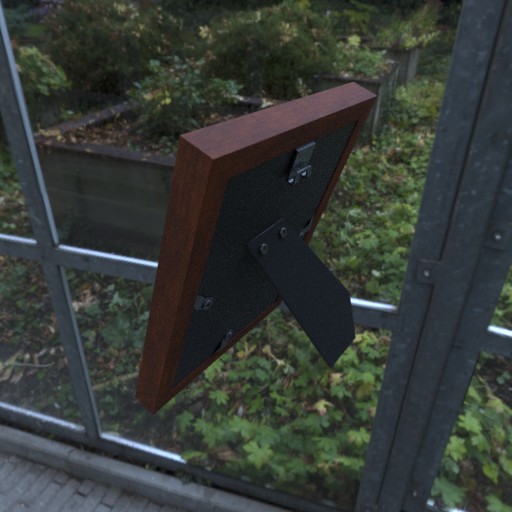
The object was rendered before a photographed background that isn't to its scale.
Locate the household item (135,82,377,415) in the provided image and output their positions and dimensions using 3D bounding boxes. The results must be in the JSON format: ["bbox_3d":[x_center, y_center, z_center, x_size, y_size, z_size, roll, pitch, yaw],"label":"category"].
[{"bbox_3d":[0.000,0.000,0.298,0.096,0.204,0.160,21,36,31],"label":"household item"}]
